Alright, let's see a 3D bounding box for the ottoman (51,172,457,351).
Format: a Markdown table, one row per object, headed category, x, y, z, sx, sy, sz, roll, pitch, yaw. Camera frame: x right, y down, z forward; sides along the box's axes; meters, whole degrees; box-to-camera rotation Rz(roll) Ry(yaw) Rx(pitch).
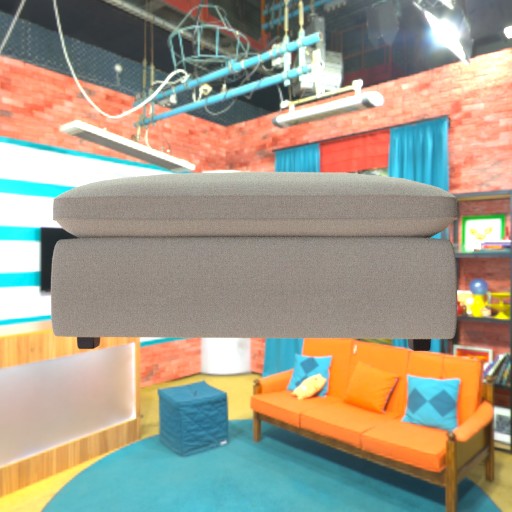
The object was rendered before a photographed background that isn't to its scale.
| category | x | y | z | sx | sy | sz | roll | pitch | yaw |
| --- | --- | --- | --- | --- | --- | --- | --- | --- | --- |
| ottoman | 0.000 | 0.000 | 1.356 | 0.984 | 0.453 | 0.686 | 0 | 0 | 2 |
